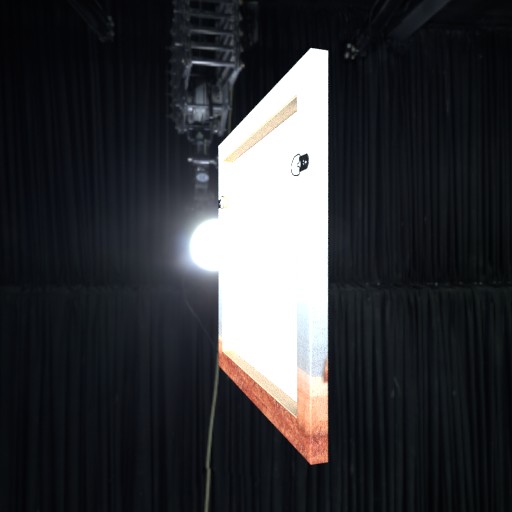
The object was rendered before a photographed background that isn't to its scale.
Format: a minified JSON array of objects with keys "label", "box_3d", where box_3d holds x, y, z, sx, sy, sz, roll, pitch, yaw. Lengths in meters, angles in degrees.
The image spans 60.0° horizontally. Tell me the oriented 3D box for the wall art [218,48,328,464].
[{"label":"wall art","box_3d":[0.000,0.000,1.175,0.042,0.760,0.760,0,0,-18]}]
